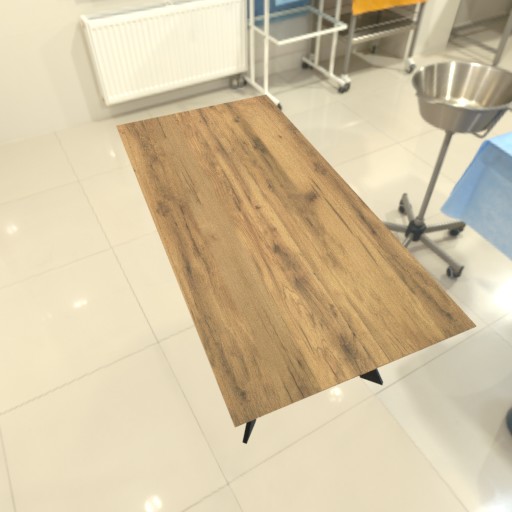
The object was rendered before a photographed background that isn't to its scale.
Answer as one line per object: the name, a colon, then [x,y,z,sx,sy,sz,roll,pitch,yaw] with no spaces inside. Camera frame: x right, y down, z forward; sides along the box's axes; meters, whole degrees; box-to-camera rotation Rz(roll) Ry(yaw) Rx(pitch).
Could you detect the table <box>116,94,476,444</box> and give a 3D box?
table: [0.000,0.000,2.485,1.000,0.770,2.000,-17,50,-15]
